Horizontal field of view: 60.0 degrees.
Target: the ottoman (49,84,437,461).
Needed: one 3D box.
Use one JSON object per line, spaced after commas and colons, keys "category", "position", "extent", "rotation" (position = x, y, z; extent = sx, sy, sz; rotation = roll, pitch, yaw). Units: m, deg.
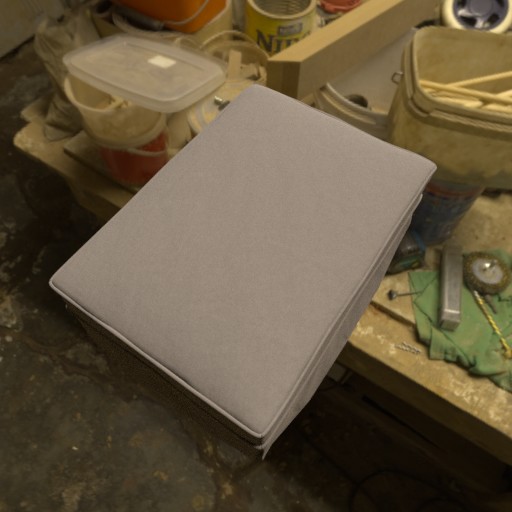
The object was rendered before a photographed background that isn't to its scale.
{"category": "ottoman", "position": [0.000, 0.000, 1.338], "extent": [0.703, 0.479, 0.944], "rotation": [31, 64, 16]}
